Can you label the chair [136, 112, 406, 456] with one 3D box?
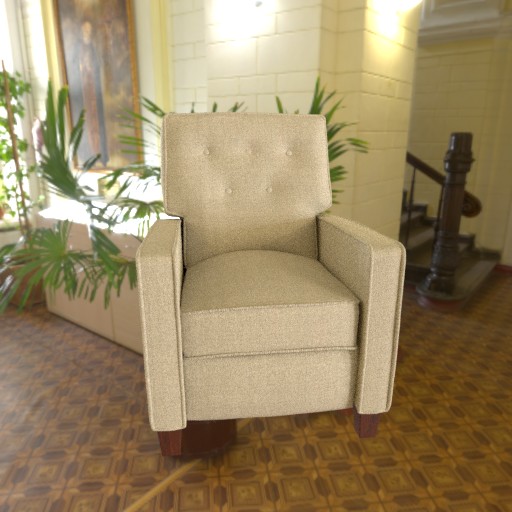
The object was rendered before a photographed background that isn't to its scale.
[{"bbox_3d":[0.000,0.000,1.403,0.648,0.888,0.754,-2,16,-7],"label":"chair"}]
